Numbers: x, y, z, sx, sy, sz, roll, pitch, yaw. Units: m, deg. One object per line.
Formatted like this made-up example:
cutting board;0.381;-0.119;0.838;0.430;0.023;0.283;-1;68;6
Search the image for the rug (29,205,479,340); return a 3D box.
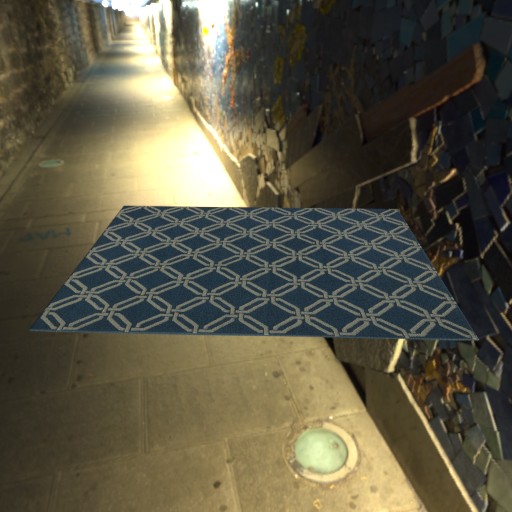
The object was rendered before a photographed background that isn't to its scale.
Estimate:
rug;0.000;0.000;4.348;3.342;0.018;2.432;1;29;2
